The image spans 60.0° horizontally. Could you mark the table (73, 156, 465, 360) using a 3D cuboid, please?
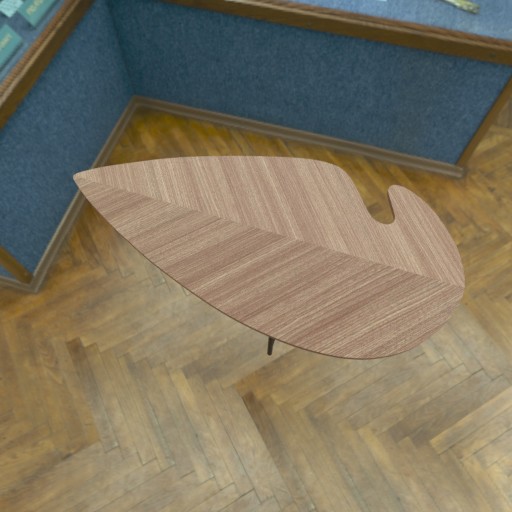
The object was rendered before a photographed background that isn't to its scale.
[{"bbox_3d":[0.000,0.000,1.455,1.199,0.360,0.598,16,64,8],"label":"table"}]
